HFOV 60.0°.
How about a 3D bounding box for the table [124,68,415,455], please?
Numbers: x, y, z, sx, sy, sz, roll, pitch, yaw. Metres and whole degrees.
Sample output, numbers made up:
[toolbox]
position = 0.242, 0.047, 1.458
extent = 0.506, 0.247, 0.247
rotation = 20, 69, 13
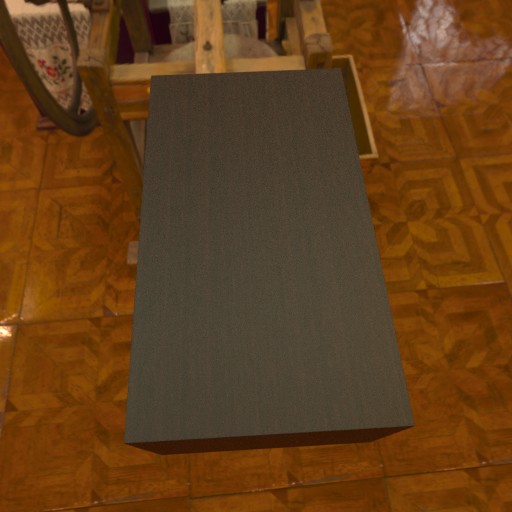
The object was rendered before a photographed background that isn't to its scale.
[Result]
[table]
position = 0.000, 0.000, 1.338
extent = 0.590, 0.460, 1.050
rotation = -3, 63, -1
